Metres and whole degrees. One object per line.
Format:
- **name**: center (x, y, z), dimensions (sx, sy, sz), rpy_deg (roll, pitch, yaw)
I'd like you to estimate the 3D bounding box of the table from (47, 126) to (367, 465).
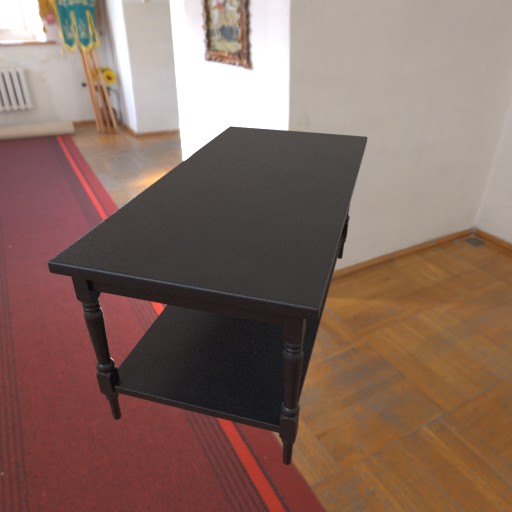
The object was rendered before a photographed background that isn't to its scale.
- **table**: center (0.000, 0.000, 1.408), dimensions (0.550, 0.510, 1.107), rpy_deg (9, 32, 14)
